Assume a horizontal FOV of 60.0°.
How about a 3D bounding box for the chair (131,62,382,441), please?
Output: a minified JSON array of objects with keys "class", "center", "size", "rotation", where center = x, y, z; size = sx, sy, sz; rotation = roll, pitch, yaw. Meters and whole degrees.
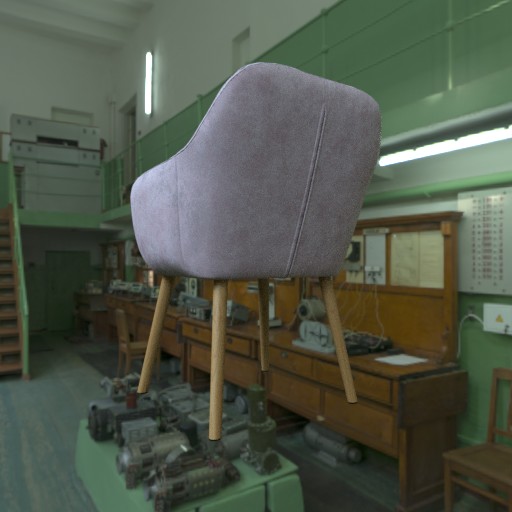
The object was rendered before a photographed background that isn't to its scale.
[{"class":"chair","center":[0.000,0.000,1.259],"size":[0.610,0.832,0.570],"rotation":[0,-1,-35]}]
